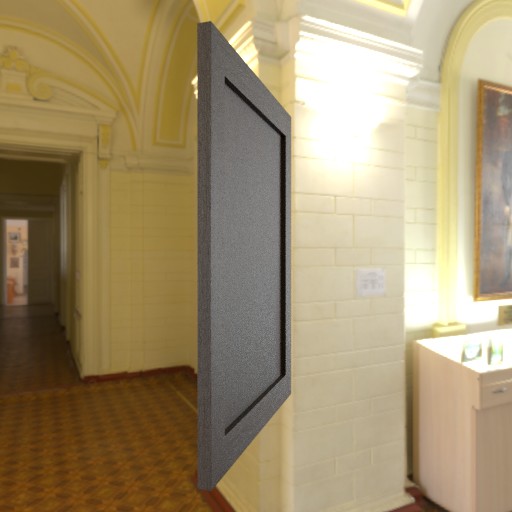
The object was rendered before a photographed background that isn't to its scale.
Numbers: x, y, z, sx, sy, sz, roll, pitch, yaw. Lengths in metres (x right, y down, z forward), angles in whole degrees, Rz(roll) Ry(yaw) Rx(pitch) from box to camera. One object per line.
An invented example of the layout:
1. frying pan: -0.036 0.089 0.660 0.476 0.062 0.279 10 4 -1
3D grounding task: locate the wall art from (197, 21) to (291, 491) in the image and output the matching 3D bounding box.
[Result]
1. wall art: 0.000 0.000 0.656 0.017 0.513 0.359 0 0 19
